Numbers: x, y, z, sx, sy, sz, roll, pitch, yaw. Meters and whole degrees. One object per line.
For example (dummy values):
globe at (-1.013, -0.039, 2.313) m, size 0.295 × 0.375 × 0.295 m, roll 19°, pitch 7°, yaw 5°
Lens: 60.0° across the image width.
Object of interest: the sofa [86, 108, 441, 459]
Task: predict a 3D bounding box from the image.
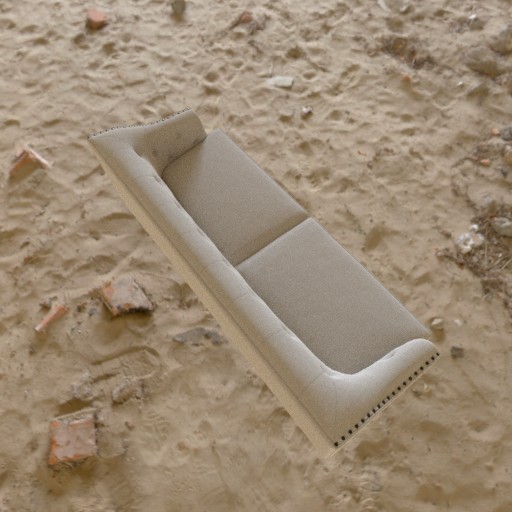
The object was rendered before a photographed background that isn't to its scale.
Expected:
sofa at (0.000, 0.000, 2.722) m, size 0.914 × 0.901 × 2.235 m, roll -33°, pitch 64°, yaw -19°
